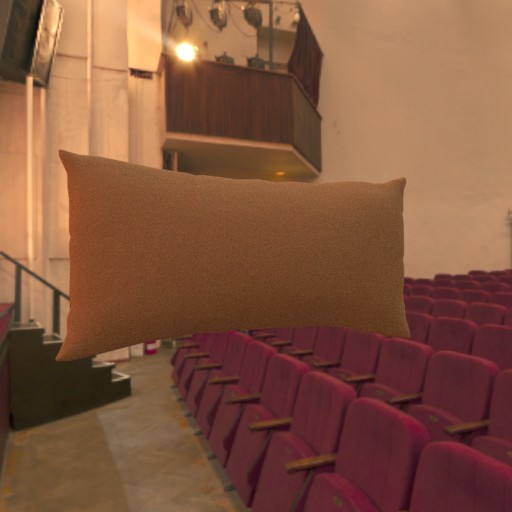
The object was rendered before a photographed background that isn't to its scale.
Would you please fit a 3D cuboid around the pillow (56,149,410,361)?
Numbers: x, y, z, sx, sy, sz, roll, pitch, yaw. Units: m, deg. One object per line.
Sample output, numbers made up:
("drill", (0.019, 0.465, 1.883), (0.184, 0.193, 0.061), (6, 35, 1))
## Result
("pillow", (0.000, 0.000, 0.739), (0.612, 0.308, 0.148), (0, 0, -19))
